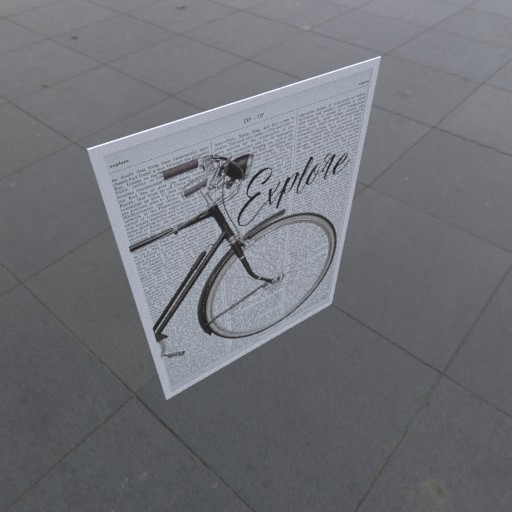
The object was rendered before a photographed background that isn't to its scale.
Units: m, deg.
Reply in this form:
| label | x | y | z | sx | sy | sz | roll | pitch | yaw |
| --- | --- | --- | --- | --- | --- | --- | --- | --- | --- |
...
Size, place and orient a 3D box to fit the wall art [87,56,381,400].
| label | x | y | z | sx | sy | sz | roll | pitch | yaw |
| --- | --- | --- | --- | --- | --- | --- | --- | --- | --- |
| wall art | 0.000 | 0.000 | 0.806 | 0.457 | 0.610 | 0.003 | -26 | 51 | -23 |
